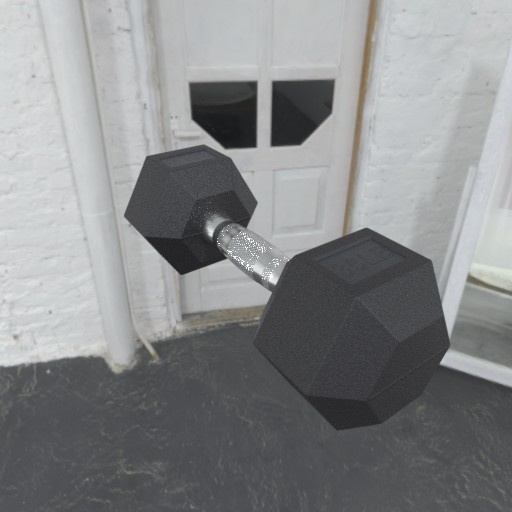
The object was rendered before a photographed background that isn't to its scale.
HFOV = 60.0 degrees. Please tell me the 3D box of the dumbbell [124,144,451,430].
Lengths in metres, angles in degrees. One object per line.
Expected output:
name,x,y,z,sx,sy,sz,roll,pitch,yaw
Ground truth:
dumbbell,0.000,0.000,0.417,0.141,0.123,0.356,-20,37,-29
